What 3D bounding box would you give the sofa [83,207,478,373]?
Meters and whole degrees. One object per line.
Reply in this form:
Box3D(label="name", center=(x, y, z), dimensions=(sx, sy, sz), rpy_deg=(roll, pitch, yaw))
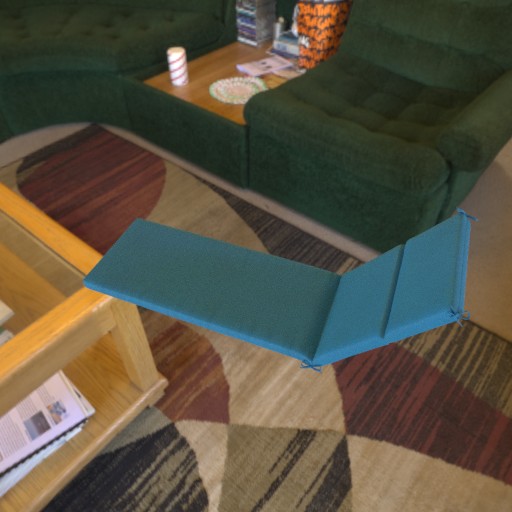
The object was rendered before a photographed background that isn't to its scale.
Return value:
Box3D(label="sofa", center=(0.000, 0.000, 1.974), dimensions=(1.663, 0.622, 0.582), rpy_deg=(16, 48, 15))
